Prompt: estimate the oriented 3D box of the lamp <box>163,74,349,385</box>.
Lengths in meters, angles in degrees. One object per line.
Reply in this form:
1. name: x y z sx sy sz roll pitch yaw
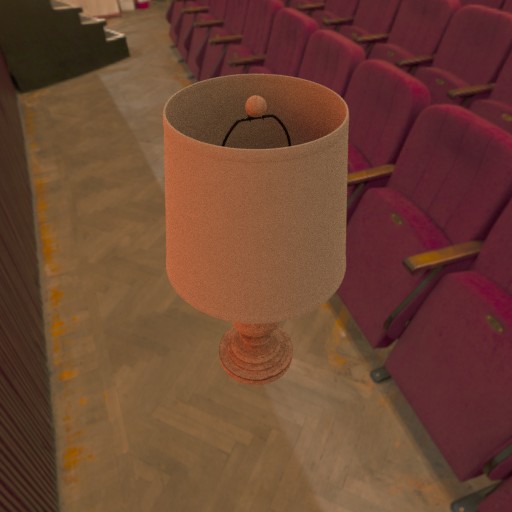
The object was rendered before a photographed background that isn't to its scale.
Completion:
1. lamp: 0.000 0.000 0.681 0.273 0.497 0.273 0 41 0
